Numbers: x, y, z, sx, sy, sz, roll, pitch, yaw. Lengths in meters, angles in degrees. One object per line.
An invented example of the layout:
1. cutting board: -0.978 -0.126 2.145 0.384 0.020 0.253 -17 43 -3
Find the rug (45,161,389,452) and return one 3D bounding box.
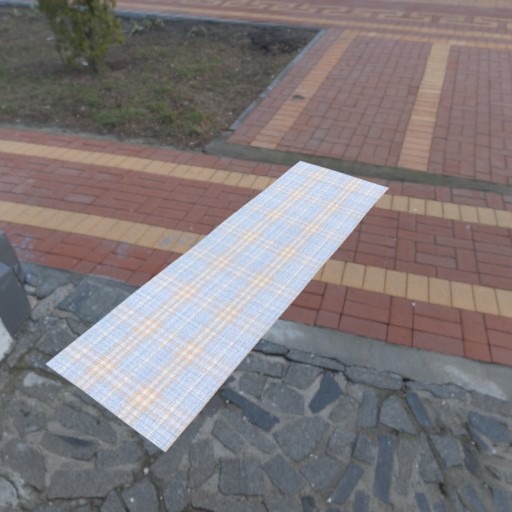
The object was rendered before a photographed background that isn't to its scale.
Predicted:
1. rug: 0.000 0.000 2.708 0.762 0.013 2.439 23 45 25
